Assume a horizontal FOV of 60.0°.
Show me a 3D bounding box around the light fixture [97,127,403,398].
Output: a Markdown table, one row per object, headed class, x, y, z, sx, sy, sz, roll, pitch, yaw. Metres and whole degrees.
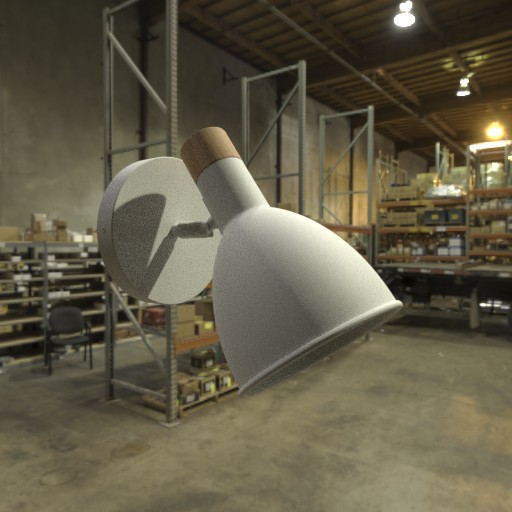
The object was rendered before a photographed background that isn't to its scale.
| class | x | y | z | sx | sy | sz | roll | pitch | yaw |
| --- | --- | --- | --- | --- | --- | --- | --- | --- | --- |
| light fixture | 0.000 | 0.000 | 0.327 | 0.209 | 0.199 | 0.127 | 1 | 2 | 36 |
